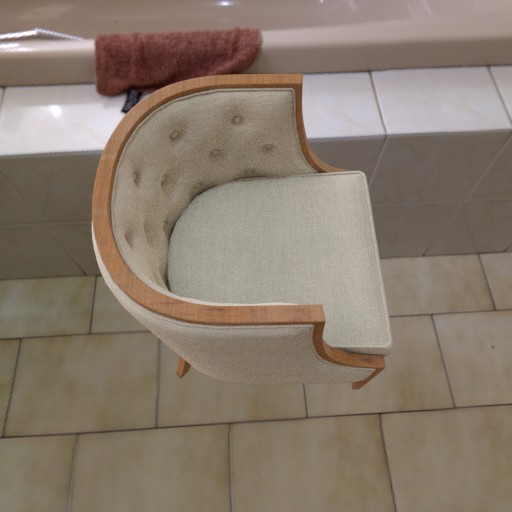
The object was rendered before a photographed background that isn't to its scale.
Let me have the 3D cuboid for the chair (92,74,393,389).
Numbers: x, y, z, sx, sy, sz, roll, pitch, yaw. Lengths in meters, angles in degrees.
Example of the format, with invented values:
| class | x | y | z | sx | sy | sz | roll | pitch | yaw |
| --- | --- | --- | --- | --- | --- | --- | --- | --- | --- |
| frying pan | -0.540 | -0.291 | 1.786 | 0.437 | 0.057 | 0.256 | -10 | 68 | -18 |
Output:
| class | x | y | z | sx | sy | sz | roll | pitch | yaw |
| --- | --- | --- | --- | --- | --- | --- | --- | --- | --- |
| chair | 0.000 | 0.000 | 1.357 | 0.757 | 0.775 | 0.711 | -1 | 63 | 0 |
